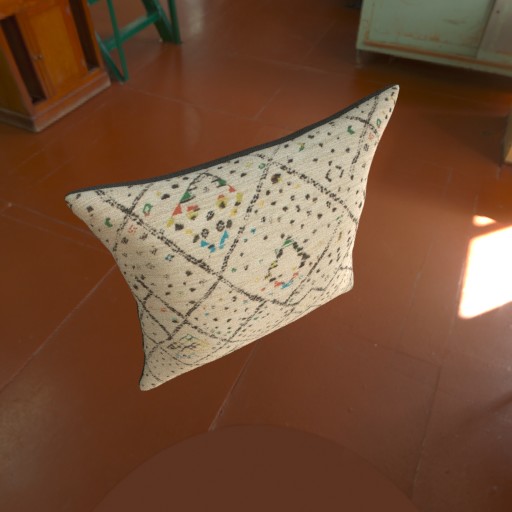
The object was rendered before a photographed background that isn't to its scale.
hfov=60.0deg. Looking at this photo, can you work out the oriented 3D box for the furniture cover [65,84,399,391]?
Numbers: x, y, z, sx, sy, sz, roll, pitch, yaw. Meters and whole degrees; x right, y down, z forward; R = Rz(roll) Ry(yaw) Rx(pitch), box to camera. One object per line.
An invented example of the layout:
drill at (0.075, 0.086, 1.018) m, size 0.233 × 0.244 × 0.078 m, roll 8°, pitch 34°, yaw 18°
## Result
furniture cover at (0.000, 0.000, 0.781) m, size 0.525 × 0.498 × 0.180 m, roll -23°, pitch 52°, yaw -20°
